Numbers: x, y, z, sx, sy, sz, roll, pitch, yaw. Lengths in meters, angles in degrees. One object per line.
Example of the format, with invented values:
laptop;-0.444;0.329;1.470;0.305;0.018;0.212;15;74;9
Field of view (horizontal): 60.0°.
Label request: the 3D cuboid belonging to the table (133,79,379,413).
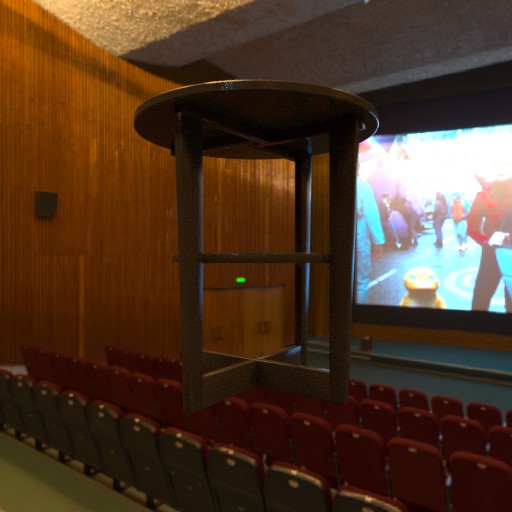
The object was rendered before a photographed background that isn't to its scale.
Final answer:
table;0.000;0.000;0.938;0.500;0.550;0.500;0;0;0
